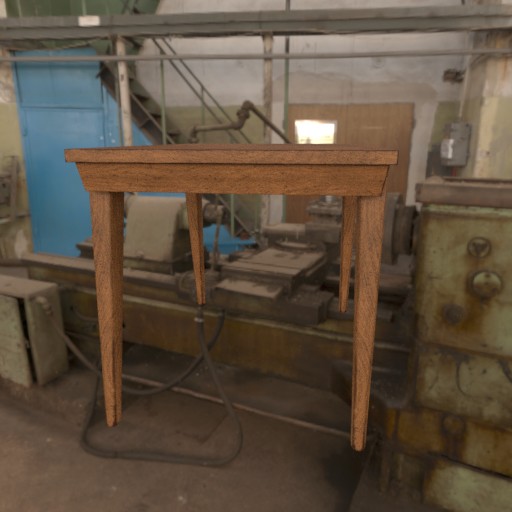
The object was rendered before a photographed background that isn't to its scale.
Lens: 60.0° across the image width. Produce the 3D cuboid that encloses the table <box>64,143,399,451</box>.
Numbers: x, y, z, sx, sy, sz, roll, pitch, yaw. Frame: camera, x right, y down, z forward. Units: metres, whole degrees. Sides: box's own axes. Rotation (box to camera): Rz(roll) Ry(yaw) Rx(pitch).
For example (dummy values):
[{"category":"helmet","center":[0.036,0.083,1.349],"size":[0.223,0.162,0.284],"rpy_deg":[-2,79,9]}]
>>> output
[{"category":"table","center":[0.000,0.000,1.573],"size":[0.757,0.760,1.027],"rpy_deg":[2,15,8]}]
